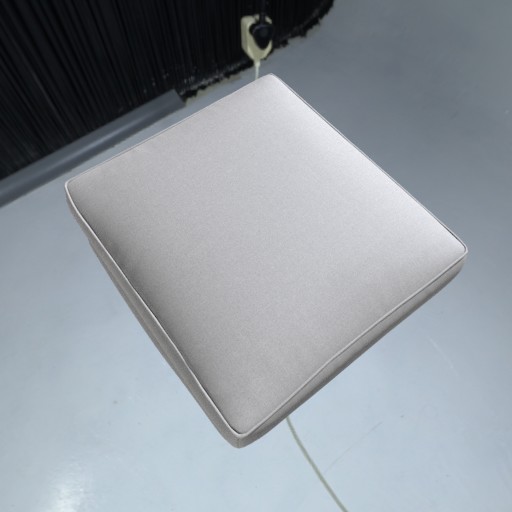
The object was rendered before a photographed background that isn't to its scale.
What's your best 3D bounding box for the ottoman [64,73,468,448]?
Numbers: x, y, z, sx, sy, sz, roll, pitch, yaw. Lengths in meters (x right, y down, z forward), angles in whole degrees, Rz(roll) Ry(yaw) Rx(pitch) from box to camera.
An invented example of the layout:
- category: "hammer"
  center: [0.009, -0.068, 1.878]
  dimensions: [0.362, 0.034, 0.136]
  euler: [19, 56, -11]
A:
- category: "ottoman"
  center: [0.000, 0.000, 1.141]
  dimensions: [0.662, 0.505, 0.721]
  euler: [-34, 68, -16]
